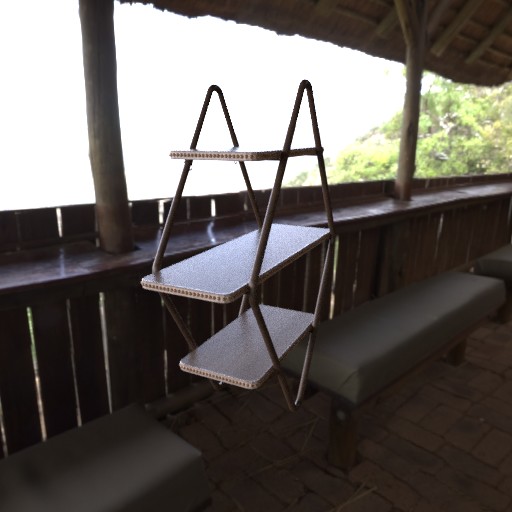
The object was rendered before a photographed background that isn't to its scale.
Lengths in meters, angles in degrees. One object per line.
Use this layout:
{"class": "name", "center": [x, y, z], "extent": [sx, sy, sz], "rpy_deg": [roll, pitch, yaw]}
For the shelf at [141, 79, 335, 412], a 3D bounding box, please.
{"class": "shelf", "center": [0.000, 0.000, 1.049], "extent": [0.234, 0.774, 0.609], "rpy_deg": [8, 17, 25]}
